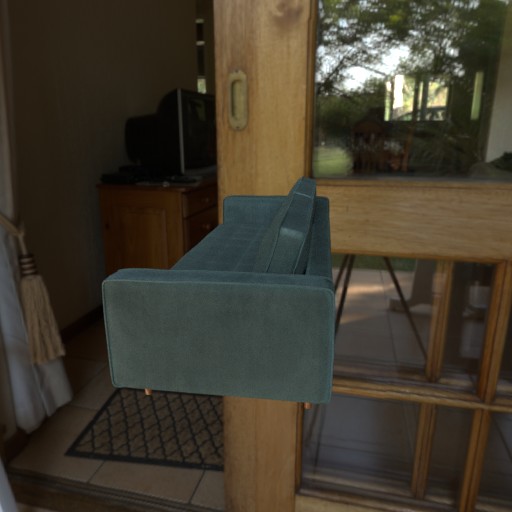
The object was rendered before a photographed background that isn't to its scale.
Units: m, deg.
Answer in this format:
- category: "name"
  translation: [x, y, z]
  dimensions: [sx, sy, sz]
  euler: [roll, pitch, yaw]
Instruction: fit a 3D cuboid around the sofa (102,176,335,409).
- category: "sofa"
  translation: [0.000, 0.000, 2.655]
  dimensions: [0.886, 0.781, 2.214]
  euler: [2, 16, 8]
